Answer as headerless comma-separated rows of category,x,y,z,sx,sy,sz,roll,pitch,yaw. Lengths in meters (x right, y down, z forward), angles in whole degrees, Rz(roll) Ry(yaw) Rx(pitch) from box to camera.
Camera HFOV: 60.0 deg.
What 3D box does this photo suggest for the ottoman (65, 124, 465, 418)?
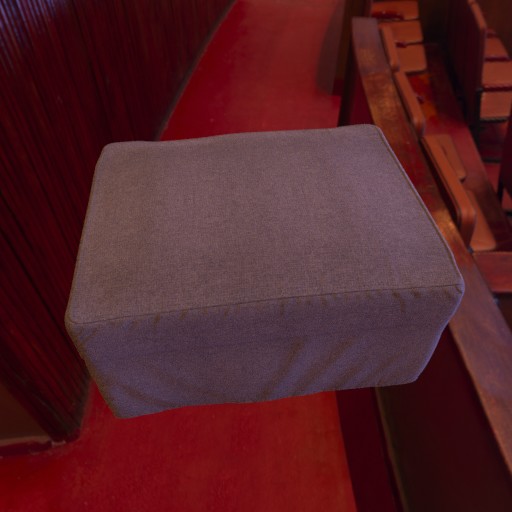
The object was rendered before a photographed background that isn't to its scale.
ottoman,0.000,0.000,1.231,0.833,0.492,0.652,-5,47,-5
